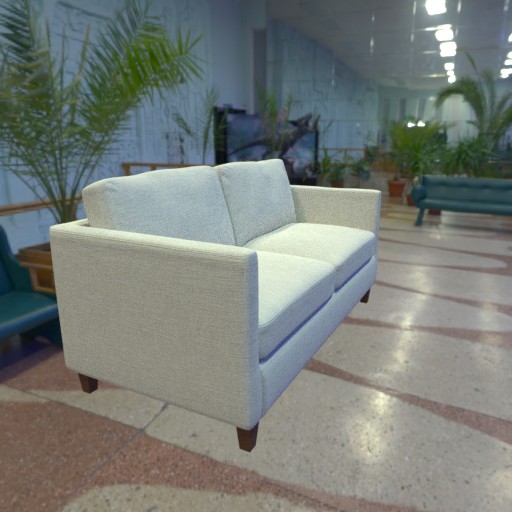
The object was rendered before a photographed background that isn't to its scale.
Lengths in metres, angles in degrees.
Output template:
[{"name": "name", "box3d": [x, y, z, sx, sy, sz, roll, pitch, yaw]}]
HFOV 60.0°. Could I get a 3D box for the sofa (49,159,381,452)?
[{"name": "sofa", "box3d": [0.000, 0.000, 2.405, 0.950, 0.963, 1.838, 8, 17, 27]}]
